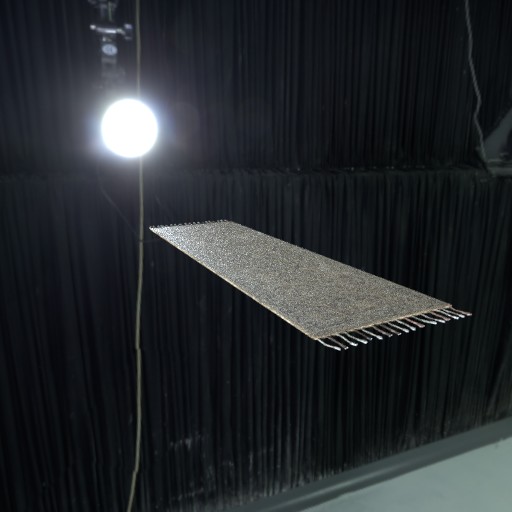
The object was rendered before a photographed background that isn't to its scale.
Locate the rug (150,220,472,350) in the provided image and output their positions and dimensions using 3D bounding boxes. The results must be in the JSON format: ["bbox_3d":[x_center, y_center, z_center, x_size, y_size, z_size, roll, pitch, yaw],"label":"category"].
[{"bbox_3d":[0.000,0.000,2.903,0.762,0.011,2.664,-8,16,-27],"label":"rug"}]
